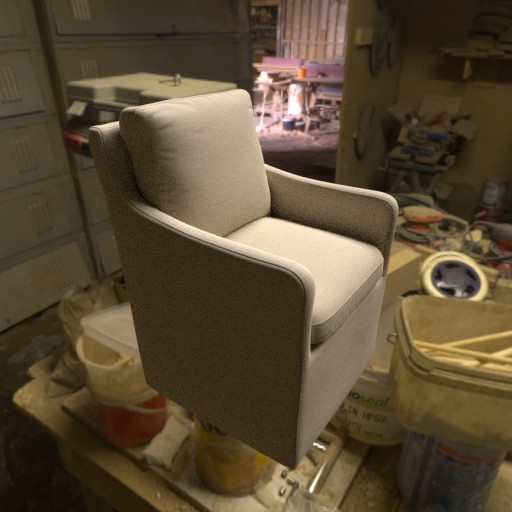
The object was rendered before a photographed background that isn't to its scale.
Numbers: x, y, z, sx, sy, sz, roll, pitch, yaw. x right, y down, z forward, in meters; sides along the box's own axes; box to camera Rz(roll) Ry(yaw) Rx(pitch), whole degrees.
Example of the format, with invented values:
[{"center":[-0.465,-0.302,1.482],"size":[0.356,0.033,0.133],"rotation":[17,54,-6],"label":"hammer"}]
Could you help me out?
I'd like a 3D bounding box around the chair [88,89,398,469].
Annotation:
[{"center":[0.000,0.000,1.382],"size":[0.694,0.914,0.626],"rotation":[18,32,30],"label":"chair"}]
